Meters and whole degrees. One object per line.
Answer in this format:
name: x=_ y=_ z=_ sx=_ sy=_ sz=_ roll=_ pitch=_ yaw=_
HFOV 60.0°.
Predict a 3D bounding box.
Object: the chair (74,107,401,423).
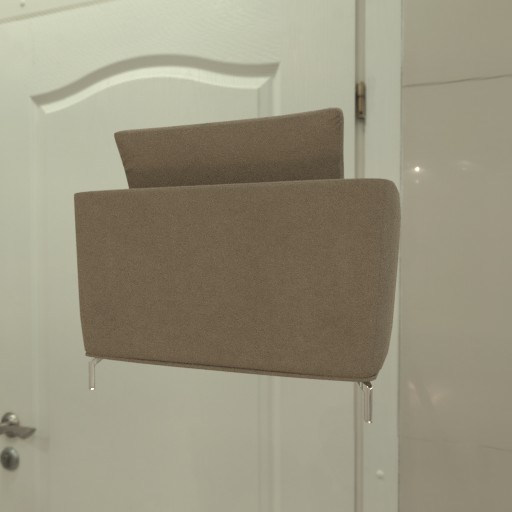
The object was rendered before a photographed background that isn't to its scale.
chair: x=0.000 y=0.000 z=1.678 sx=1.041 sy=0.864 sz=0.889 roll=0 pitch=1 yaw=18
